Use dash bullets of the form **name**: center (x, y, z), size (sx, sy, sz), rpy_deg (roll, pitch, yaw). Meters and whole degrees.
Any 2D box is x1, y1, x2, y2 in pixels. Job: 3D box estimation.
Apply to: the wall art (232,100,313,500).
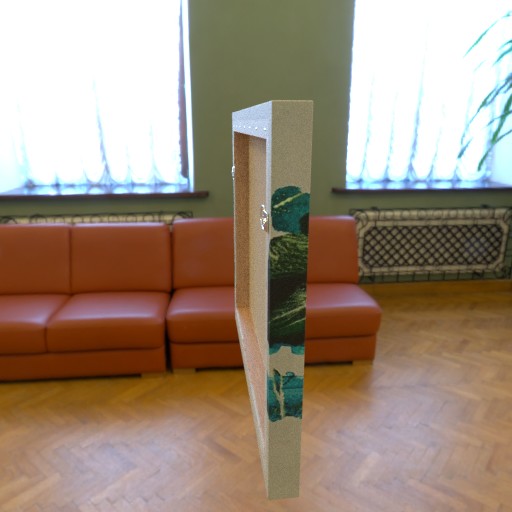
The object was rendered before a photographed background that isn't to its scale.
- **wall art**: center (0.000, 0.000, 0.690), size (0.041, 0.435, 0.507), rpy_deg (-2, 17, -7)
